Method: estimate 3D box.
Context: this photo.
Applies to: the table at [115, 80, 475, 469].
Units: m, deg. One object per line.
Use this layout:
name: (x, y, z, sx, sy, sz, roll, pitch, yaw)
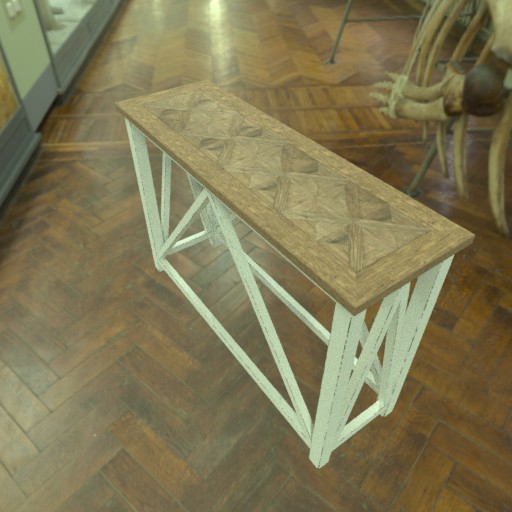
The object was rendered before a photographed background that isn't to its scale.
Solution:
table: (0.000, 0.000, 1.826, 0.450, 0.930, 1.400, -25, 48, -26)
